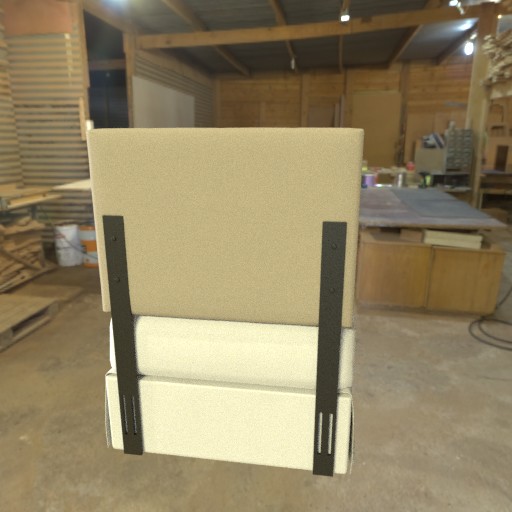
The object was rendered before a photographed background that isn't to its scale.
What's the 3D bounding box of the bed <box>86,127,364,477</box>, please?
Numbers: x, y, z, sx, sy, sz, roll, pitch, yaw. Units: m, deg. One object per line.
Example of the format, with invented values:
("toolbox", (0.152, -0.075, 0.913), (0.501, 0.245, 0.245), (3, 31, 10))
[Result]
("bed", (0.000, 0.000, 2.884), (1.261, 1.571, 1.997), (2, 15, 8))
